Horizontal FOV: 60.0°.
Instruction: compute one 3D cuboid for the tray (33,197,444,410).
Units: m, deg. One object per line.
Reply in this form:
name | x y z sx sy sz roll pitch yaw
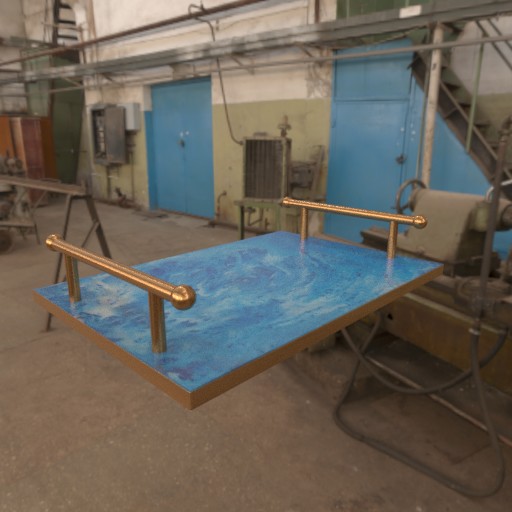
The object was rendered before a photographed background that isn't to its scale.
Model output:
tray | 0.000 0.000 0.564 0.304 0.084 0.444 15 22 42
